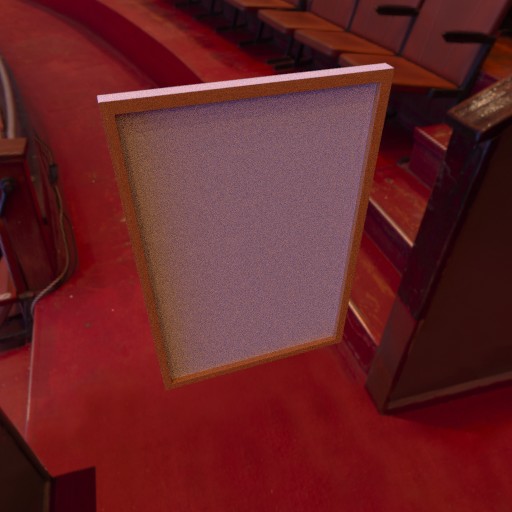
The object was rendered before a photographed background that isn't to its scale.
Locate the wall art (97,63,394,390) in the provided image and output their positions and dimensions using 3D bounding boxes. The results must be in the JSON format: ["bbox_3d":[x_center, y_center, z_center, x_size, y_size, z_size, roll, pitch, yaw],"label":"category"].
[{"bbox_3d":[0.000,0.000,1.179,0.610,0.916,0.037,-12,42,-14],"label":"wall art"}]
